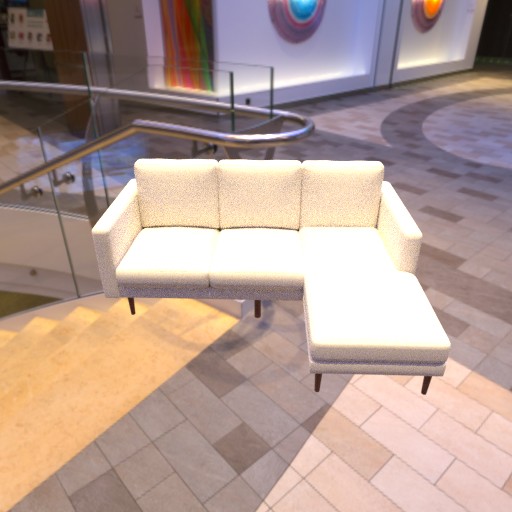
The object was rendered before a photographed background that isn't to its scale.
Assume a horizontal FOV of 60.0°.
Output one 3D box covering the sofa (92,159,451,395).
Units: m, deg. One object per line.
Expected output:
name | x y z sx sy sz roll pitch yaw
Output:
sofa | 0.000 0.000 2.896 2.029 0.899 1.580 1 30 2
